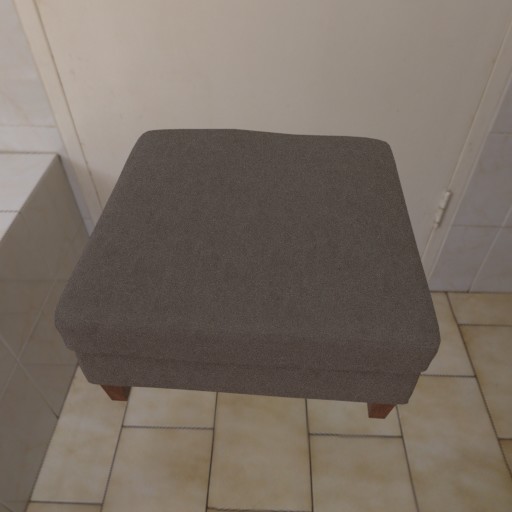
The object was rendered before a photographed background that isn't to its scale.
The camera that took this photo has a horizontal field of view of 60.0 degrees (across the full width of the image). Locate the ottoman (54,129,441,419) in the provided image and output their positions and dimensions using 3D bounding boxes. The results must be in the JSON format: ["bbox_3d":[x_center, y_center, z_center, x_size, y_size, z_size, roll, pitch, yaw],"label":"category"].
[{"bbox_3d":[0.000,0.000,1.394,0.881,0.482,0.861,3,45,3],"label":"ottoman"}]
